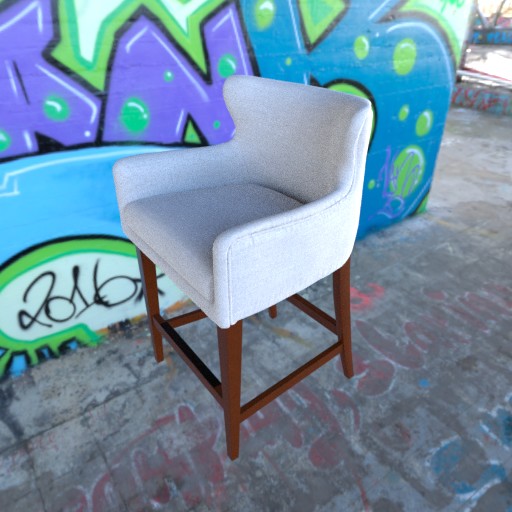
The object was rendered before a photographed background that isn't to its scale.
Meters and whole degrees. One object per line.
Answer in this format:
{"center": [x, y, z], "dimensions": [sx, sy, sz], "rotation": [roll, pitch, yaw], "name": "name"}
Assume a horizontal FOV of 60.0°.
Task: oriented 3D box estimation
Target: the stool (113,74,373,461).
{"center": [0.000, 0.000, 1.404], "dimensions": [0.637, 0.987, 0.615], "rotation": [-20, 36, -31], "name": "stool"}
